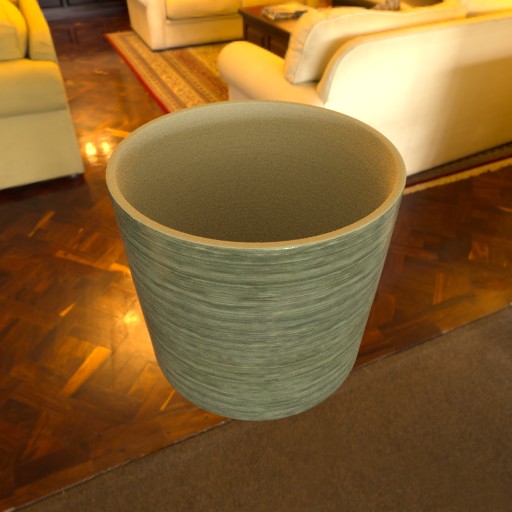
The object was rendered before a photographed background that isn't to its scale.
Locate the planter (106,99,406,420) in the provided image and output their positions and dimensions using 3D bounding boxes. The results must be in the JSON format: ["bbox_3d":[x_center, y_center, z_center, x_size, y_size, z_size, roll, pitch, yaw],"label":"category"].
[{"bbox_3d":[0.000,0.000,0.402,0.221,0.201,0.221,0,41,0],"label":"planter"}]
